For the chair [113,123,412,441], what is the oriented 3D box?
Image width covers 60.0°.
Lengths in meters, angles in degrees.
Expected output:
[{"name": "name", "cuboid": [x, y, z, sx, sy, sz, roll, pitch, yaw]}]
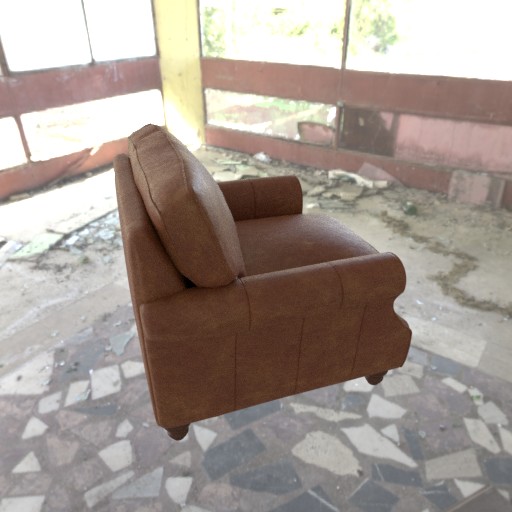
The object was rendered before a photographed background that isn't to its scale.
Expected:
[{"name": "chair", "cuboid": [0.000, 0.000, 1.754, 0.986, 0.962, 0.983, -10, 31, -17]}]
